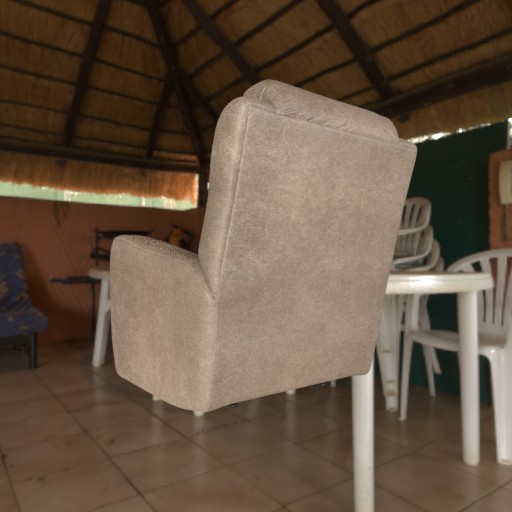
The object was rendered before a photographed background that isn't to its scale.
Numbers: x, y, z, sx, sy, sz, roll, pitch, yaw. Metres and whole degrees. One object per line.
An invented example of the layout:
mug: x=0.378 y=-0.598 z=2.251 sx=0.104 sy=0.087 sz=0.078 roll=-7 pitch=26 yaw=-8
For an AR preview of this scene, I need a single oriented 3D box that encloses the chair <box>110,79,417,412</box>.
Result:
chair: x=0.000 y=0.000 z=1.926 sx=0.967 sy=1.116 sz=1.068 roll=0 pitch=-1 yaw=-37
